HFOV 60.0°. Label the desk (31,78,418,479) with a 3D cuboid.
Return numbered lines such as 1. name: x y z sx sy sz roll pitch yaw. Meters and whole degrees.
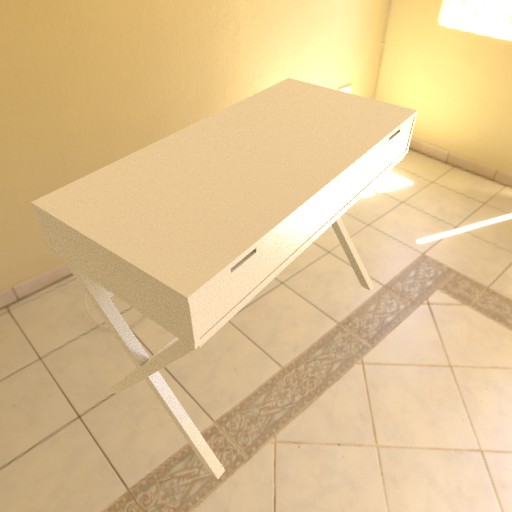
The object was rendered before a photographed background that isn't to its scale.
1. desk: 0.000 0.000 1.481 0.509 0.780 1.059 27 47 28
